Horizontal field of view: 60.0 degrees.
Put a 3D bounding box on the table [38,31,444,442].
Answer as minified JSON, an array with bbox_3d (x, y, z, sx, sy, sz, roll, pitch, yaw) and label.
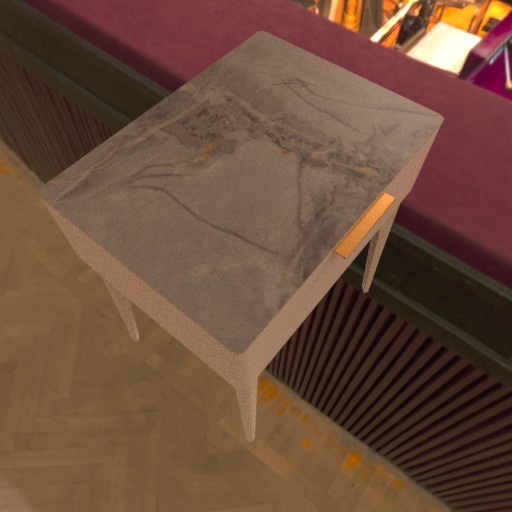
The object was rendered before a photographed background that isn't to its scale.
[{"bbox_3d":[0.000,0.000,0.894,0.400,0.570,0.500,35,64,19],"label":"table"}]
